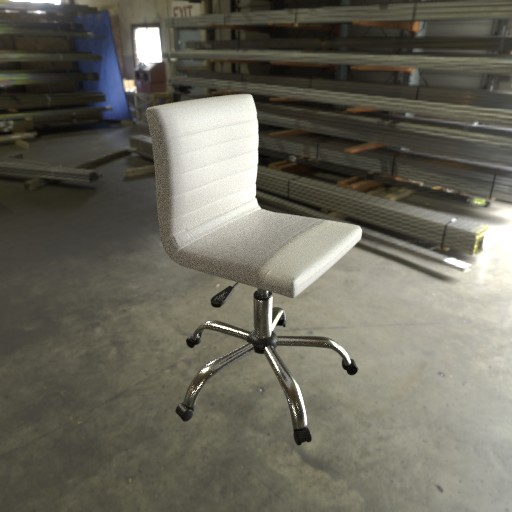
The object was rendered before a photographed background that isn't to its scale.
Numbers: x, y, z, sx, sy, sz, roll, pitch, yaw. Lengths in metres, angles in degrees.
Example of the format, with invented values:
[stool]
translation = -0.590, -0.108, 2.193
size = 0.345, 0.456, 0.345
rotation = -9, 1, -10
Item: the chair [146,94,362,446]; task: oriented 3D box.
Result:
[chair]
translation = 0.000, 0.000, 1.182
size = 0.530, 0.780, 0.556
rotation = 16, 29, 30
